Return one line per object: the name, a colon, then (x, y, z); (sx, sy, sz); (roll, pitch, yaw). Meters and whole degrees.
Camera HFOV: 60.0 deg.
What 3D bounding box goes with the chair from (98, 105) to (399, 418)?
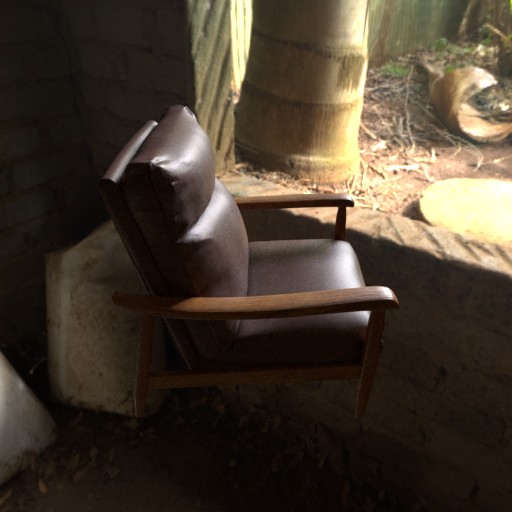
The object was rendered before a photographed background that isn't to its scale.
chair: (0.000, 0.000, 1.567); (0.830, 0.897, 0.782); (0, 32, 0)
